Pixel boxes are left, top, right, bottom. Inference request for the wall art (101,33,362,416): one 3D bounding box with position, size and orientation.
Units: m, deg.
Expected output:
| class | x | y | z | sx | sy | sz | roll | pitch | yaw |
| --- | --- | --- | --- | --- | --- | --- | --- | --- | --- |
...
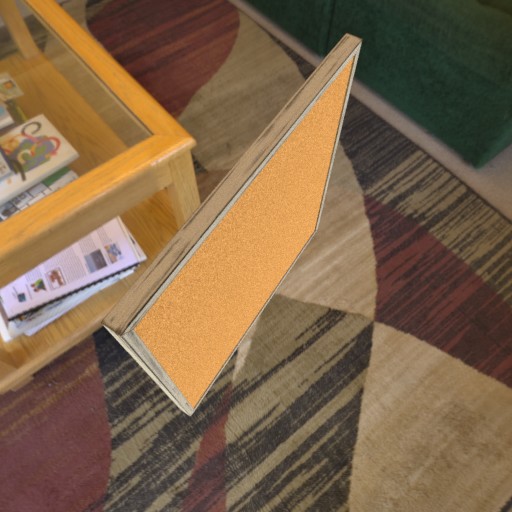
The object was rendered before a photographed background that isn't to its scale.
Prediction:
| class | x | y | z | sx | sy | sz | roll | pitch | yaw |
| --- | --- | --- | --- | --- | --- | --- | --- | --- | --- |
| wall art | 0.000 | 0.000 | 1.113 | 0.037 | 0.761 | 0.761 | 30 | 66 | 15 |
